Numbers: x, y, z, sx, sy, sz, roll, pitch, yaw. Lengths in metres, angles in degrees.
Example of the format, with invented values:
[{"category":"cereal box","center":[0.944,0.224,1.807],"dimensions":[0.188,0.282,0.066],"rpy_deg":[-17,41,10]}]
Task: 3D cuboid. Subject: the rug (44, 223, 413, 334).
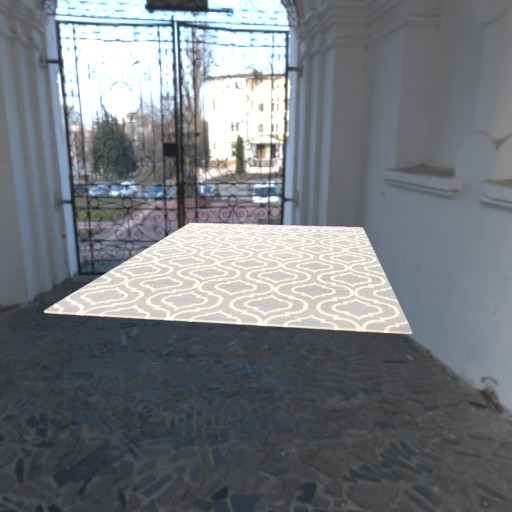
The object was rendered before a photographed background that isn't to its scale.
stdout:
[{"category":"rug","center":[0.000,0.000,2.700],"dimensions":[1.451,0.010,2.080],"rpy_deg":[2,14,8]}]
